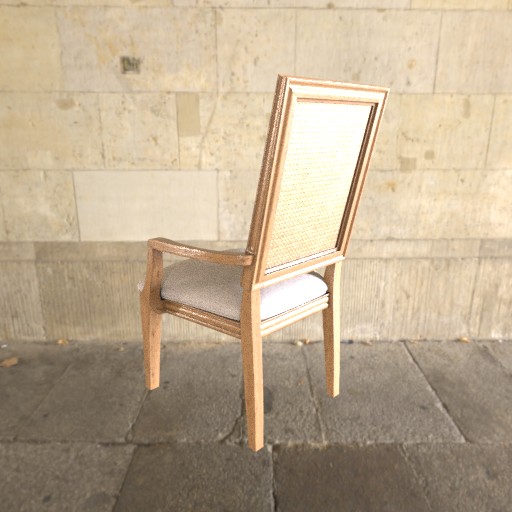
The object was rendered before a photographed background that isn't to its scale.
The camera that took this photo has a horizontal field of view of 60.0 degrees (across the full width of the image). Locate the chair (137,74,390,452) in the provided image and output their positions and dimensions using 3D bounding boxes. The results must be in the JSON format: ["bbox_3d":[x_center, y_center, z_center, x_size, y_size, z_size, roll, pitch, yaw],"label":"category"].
[{"bbox_3d":[0.000,0.000,1.390,0.606,0.990,0.602,-16,23,-42],"label":"chair"}]
